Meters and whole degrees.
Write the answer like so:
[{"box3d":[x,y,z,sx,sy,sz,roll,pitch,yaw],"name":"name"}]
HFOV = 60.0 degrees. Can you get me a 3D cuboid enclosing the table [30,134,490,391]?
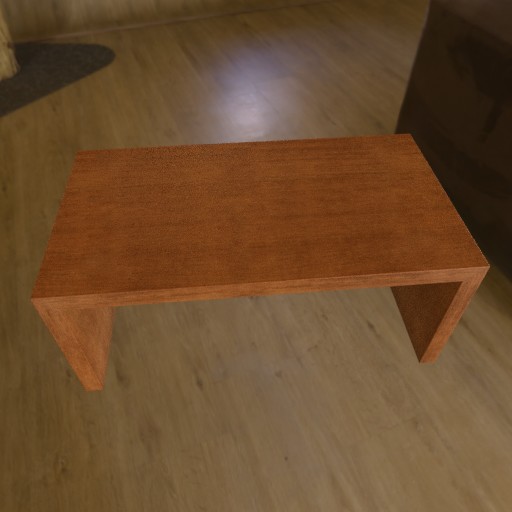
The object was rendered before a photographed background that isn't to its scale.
[{"box3d":[0.000,0.000,1.296,1.000,0.419,0.549,-4,47,-4],"name":"table"}]
